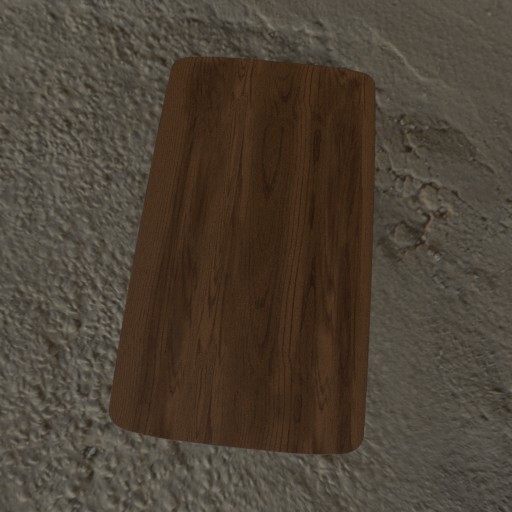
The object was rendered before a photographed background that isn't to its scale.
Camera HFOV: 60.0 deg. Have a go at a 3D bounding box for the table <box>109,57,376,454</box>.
[{"bbox_3d":[0.000,0.000,2.169,0.949,0.765,1.643,6,74,2],"label":"table"}]
